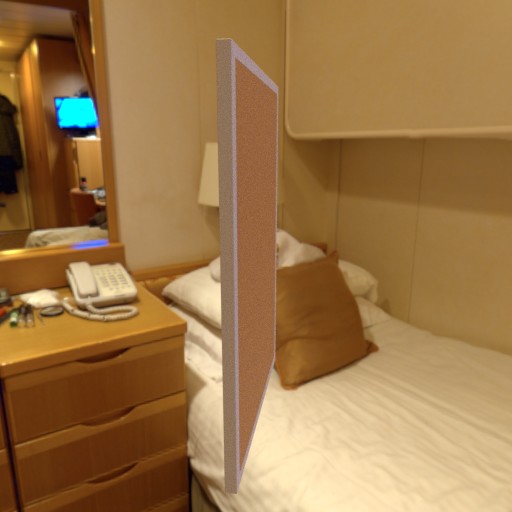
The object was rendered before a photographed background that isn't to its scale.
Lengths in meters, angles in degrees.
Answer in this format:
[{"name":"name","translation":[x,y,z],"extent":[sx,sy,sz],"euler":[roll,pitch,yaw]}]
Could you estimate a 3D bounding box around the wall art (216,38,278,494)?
[{"name":"wall art","translation":[0.000,0.000,0.552],"extent":[0.013,0.433,0.303],"euler":[2,14,10]}]
